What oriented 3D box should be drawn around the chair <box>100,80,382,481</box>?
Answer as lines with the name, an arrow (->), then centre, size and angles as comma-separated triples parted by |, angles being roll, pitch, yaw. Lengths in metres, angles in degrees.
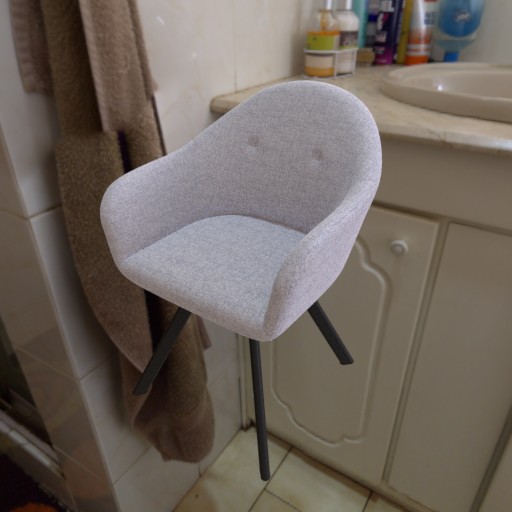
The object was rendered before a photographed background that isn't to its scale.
chair -> 0.000, 0.000, 1.136 | 0.540, 0.780, 0.570 | 20, 36, 30
